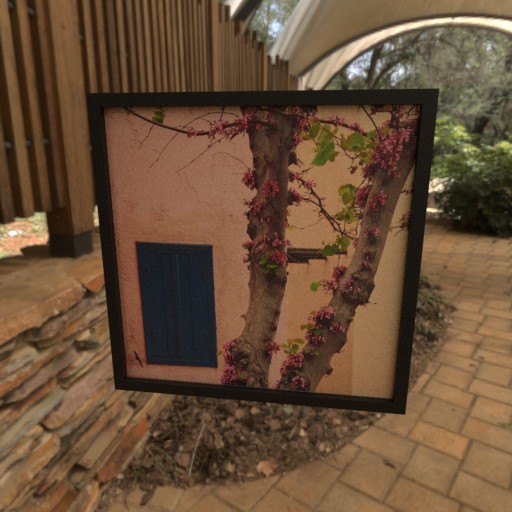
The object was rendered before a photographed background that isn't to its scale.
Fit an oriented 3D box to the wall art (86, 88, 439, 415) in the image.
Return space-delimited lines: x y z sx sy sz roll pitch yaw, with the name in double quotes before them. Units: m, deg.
"wall art" 0.000 0.000 0.438 0.305 0.304 0.038 2 16 8
